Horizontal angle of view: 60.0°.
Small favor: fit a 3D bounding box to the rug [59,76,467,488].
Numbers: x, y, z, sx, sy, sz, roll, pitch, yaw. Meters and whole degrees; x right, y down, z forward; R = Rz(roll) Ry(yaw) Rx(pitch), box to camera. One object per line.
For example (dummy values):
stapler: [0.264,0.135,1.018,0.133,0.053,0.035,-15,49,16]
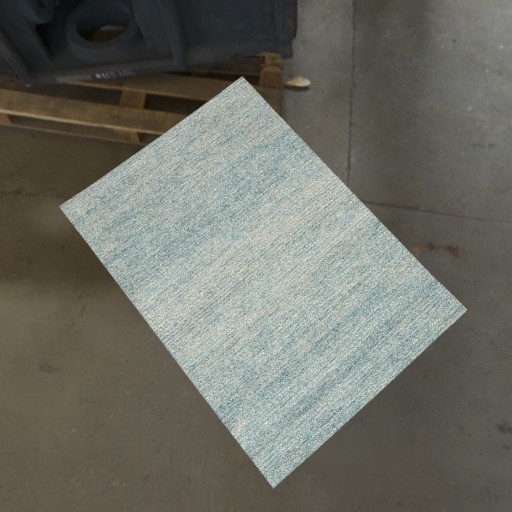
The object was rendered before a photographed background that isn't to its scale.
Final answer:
rug: [0.000,0.000,2.896,1.611,0.026,2.260,-38,78,-10]
